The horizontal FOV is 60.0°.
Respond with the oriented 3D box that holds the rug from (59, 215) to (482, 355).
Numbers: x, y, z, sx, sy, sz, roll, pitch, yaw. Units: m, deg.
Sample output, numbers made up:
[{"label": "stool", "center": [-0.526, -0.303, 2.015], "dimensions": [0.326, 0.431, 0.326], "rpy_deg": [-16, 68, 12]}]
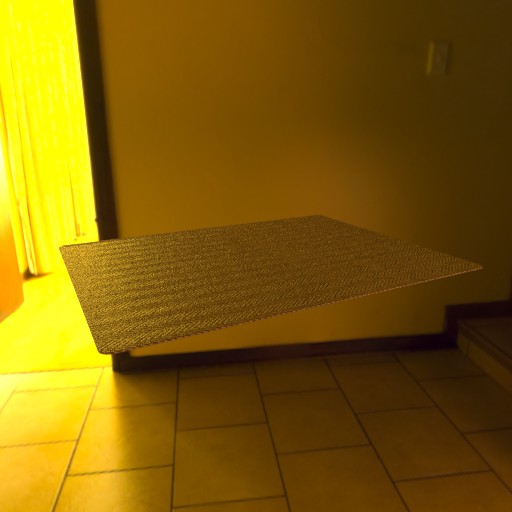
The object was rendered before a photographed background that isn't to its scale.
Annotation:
[{"label": "rug", "center": [0.000, 0.000, 4.140], "dimensions": [3.207, 0.014, 2.439], "rpy_deg": [-9, 19, -27]}]
